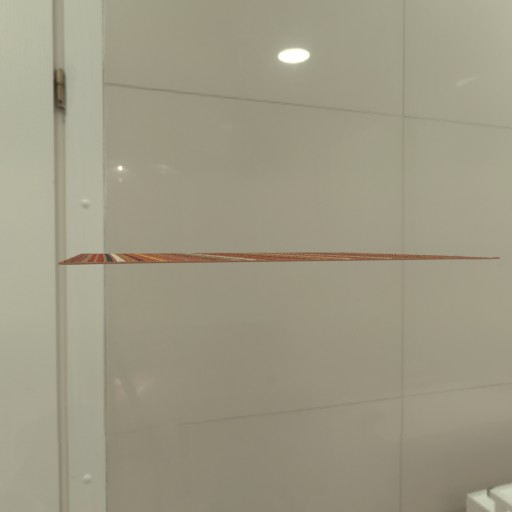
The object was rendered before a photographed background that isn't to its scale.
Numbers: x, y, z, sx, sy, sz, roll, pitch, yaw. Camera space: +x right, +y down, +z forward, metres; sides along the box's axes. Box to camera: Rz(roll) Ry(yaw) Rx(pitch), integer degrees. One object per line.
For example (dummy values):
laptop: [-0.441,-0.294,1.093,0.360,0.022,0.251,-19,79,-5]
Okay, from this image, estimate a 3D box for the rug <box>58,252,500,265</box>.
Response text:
rug: [0.000,0.000,4.023,3.092,0.023,2.479,0,1,-19]
